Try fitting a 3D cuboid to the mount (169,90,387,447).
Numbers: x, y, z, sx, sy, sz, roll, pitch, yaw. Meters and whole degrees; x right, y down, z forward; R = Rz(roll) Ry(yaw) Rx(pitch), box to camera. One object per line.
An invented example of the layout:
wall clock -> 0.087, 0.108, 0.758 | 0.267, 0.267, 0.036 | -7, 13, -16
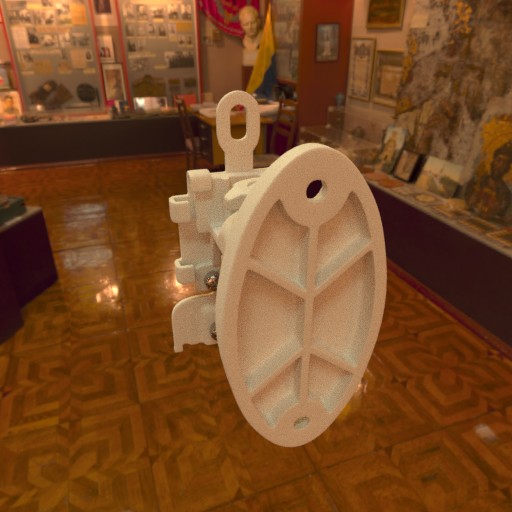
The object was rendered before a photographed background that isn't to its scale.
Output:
mount -> 0.000, 0.000, 0.175 | 0.066, 0.118, 0.100 | -8, 28, -16
